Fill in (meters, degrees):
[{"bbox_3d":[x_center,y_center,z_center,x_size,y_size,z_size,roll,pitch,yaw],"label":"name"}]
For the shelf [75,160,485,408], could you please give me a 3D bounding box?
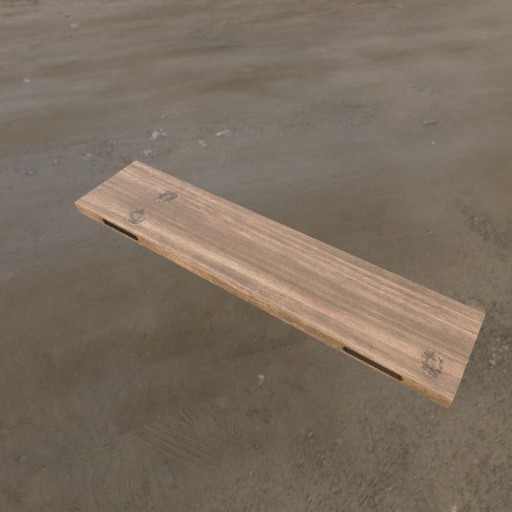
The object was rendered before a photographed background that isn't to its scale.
[{"bbox_3d":[0.000,0.000,0.647,0.610,0.020,0.140,26,52,22],"label":"shelf"}]
